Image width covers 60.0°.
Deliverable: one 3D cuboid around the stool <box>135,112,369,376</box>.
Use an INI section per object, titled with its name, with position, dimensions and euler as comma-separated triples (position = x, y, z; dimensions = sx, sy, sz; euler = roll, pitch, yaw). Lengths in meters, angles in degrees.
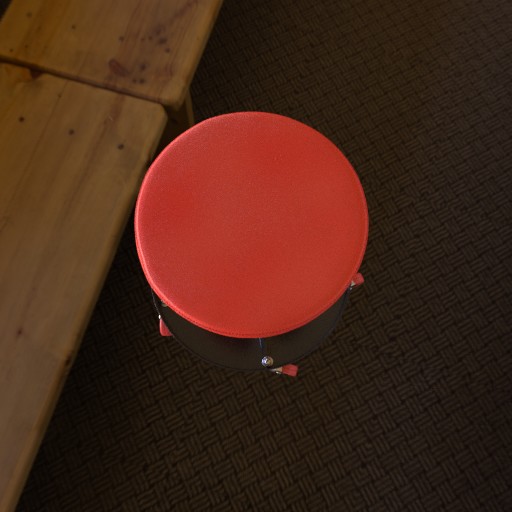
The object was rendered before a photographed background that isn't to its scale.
[stool]
position = 0.000, 0.000, 0.679
dimensions = 0.382, 0.365, 0.381
euler = -14, 76, -4
